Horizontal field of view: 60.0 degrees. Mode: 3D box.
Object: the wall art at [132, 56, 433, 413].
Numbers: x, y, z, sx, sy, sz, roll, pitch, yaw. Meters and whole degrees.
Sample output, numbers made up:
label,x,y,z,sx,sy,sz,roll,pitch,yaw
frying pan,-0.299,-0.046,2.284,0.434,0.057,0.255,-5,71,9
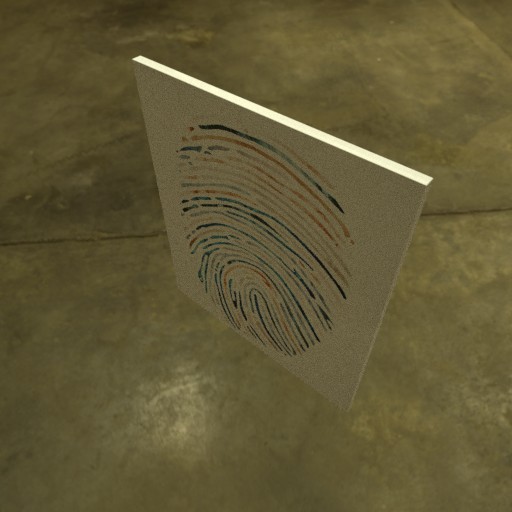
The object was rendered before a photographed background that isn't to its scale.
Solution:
label,x,y,z,sx,sy,sz,roll,pitch,yaw
wall art,0.000,0.000,0.986,0.609,0.710,0.021,32,54,26
